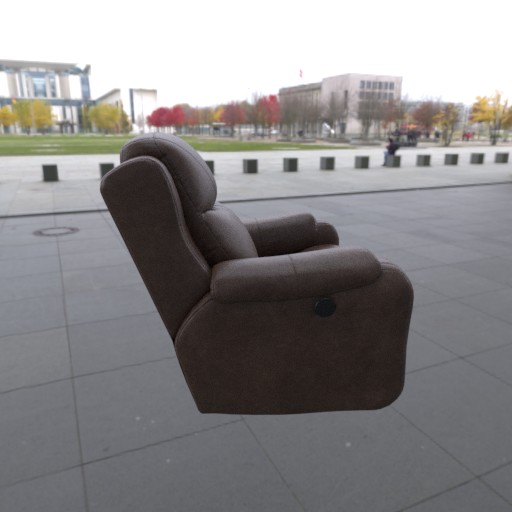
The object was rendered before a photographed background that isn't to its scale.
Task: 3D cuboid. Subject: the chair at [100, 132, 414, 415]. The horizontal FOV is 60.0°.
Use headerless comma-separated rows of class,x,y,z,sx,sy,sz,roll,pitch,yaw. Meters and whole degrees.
chair,0.000,0.000,1.839,1.067,0.990,0.940,-3,16,-9
